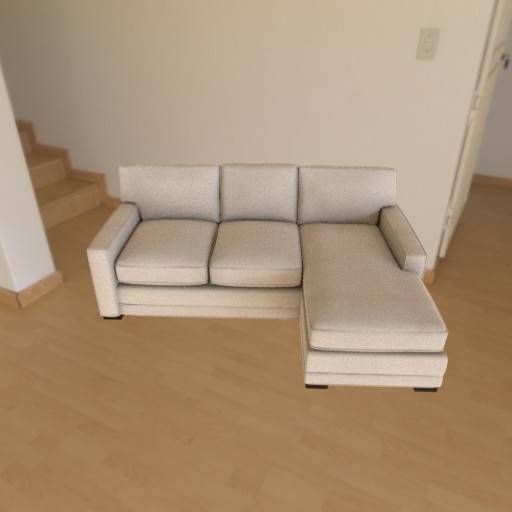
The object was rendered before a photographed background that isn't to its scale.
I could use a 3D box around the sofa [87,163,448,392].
[{"bbox_3d":[0.000,0.000,2.900,2.087,0.861,1.496,1,30,2],"label":"sofa"}]
